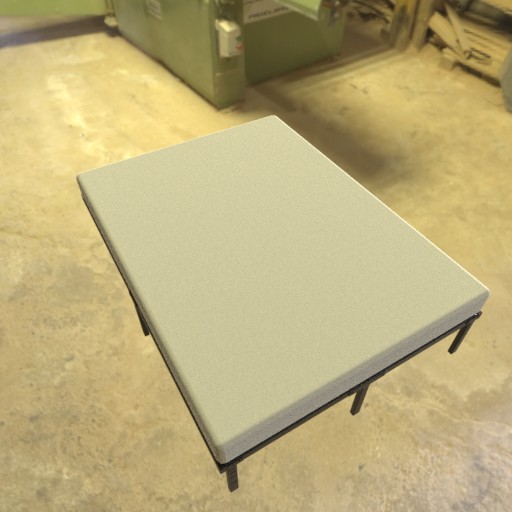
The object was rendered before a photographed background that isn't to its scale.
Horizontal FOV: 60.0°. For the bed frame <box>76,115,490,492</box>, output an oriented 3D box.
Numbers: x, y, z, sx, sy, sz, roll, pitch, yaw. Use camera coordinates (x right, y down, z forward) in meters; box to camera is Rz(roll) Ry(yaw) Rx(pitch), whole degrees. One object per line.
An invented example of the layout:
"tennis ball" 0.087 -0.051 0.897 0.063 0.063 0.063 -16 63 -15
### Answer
"bed frame" 0.000 0.000 3.482 1.990 0.680 2.635 -23 50 -21
